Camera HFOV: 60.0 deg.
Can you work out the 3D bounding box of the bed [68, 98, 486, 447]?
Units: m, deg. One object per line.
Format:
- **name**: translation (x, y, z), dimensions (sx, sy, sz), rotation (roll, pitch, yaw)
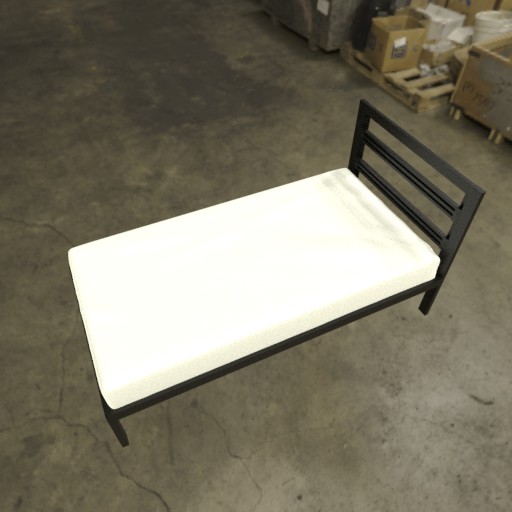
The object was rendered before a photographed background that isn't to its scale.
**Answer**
- **bed**: translation (0.000, 0.000, 2.447), dimensions (1.930, 0.967, 0.991), rotation (-19, 49, -17)
